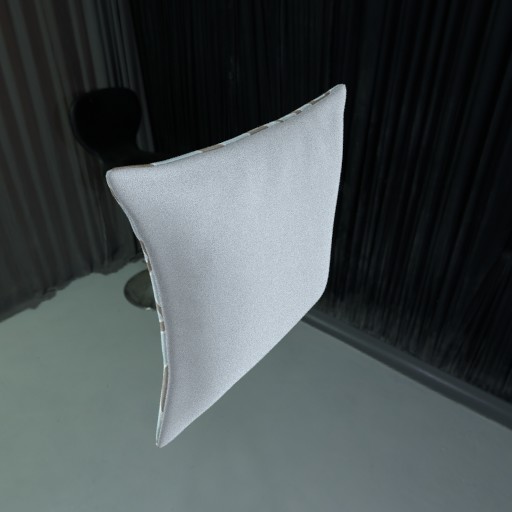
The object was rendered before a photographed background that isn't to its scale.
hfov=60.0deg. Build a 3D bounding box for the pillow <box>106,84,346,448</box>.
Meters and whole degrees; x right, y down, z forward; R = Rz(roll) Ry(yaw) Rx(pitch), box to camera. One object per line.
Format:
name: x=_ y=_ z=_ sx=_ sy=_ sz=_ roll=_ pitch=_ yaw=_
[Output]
pillow: x=0.000 y=0.000 z=0.805 sx=0.166 sy=0.508 sz=0.552 roll=22 pitch=39 yaw=30
